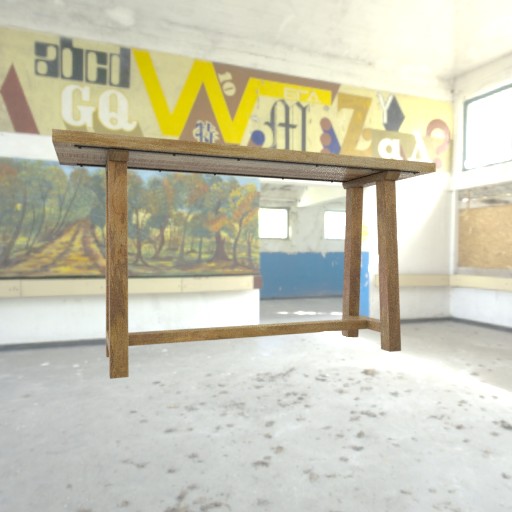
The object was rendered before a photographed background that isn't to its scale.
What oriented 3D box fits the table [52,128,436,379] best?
[{"bbox_3d":[0.000,0.000,1.856,1.524,0.810,0.405,0,1,-21],"label":"table"}]
